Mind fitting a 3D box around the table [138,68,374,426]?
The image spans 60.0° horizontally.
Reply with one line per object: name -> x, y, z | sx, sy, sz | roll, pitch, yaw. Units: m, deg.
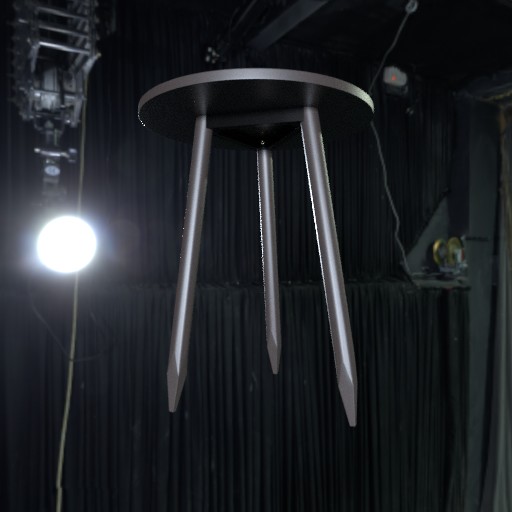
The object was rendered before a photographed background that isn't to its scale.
table -> 0.000, 0.000, 0.893 | 0.457, 0.585, 0.457 | 0, 0, 0
